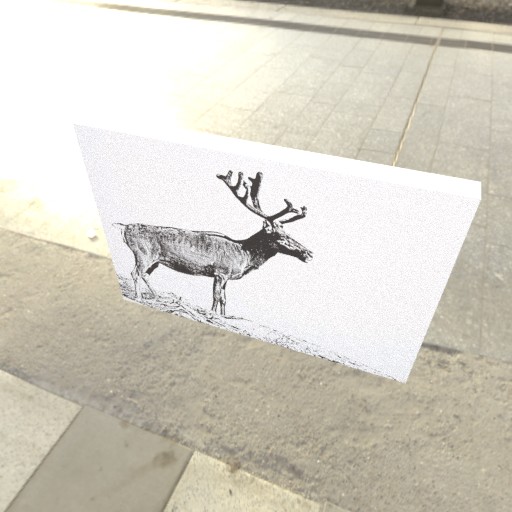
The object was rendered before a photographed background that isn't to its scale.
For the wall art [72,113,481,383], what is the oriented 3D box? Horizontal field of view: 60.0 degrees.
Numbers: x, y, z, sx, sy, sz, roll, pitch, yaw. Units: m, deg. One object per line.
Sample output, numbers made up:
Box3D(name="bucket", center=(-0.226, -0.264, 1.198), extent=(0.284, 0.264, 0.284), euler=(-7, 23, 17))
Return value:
Box3D(name="wall art", center=(0.000, 0.000, 0.778), extent=(0.608, 0.414, 0.042), euler=(14, 44, 15))
